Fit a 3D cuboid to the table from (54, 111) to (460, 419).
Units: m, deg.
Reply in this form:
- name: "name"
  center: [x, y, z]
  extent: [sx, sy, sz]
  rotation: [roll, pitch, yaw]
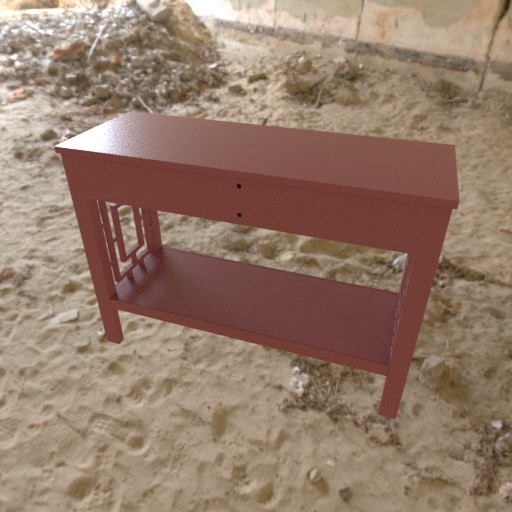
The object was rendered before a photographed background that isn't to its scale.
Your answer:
- name: "table"
  center: [0.000, 0.000, 1.465]
  extent: [1.068, 0.753, 0.397]
  rotation: [11, 35, 16]
